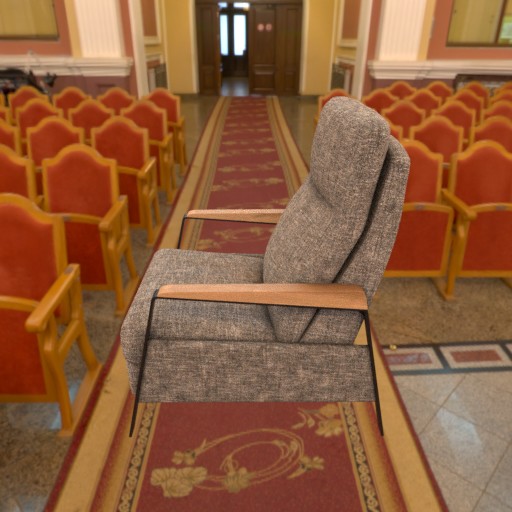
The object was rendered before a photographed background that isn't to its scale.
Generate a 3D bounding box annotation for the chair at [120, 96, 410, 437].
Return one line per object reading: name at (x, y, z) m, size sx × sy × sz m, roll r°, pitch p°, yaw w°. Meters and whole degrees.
chair at (0.000, 0.000, 1.580) m, size 0.868 × 1.042 × 0.671 m, roll 0°, pitch 26°, yaw 0°
